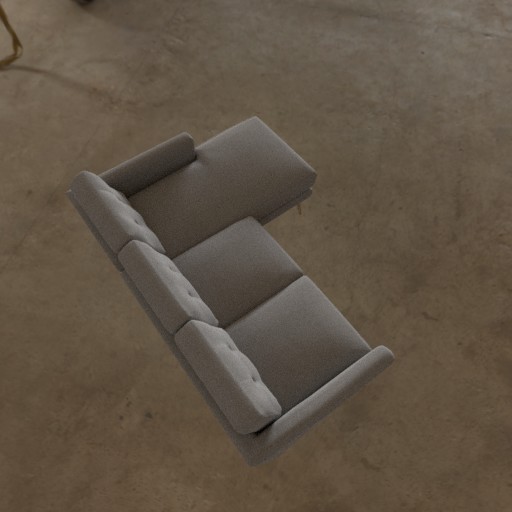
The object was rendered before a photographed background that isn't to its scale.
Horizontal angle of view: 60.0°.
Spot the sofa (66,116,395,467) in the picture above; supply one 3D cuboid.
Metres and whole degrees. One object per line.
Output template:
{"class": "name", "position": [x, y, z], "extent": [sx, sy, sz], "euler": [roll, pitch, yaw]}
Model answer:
{"class": "sofa", "position": [0.000, 0.000, 2.809], "extent": [1.530, 0.860, 2.040], "euler": [-33, 64, -18]}
